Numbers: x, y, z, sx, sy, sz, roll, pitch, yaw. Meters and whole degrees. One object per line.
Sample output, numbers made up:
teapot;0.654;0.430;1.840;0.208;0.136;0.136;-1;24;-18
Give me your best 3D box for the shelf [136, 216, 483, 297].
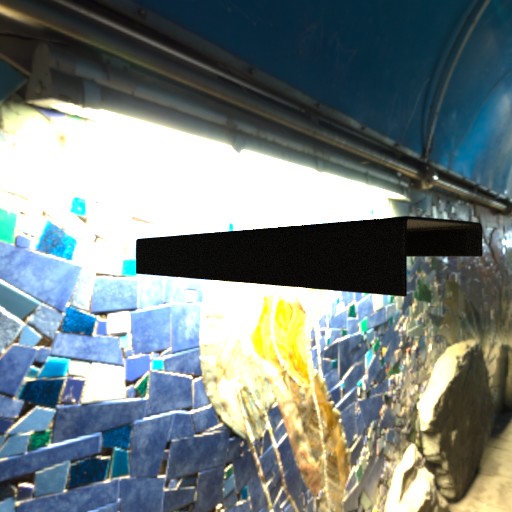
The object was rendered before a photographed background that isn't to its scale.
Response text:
shelf;0.000;0.000;0.498;0.102;0.053;0.456;0;0;-37
